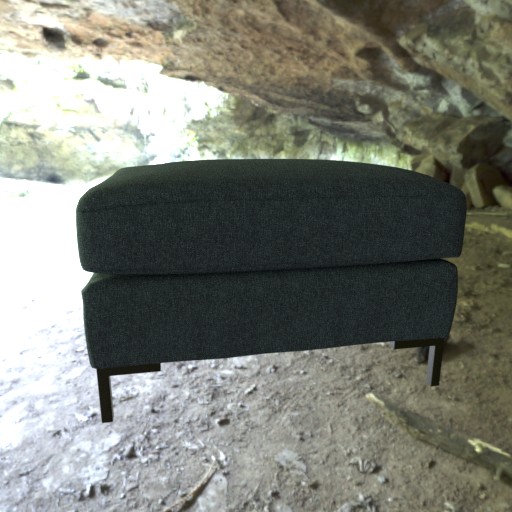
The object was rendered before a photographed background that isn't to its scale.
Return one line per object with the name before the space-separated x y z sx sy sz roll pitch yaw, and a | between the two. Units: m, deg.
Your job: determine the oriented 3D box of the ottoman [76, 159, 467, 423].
ottoman | 0.000 0.000 1.256 0.831 0.533 0.695 -3 15 -11
